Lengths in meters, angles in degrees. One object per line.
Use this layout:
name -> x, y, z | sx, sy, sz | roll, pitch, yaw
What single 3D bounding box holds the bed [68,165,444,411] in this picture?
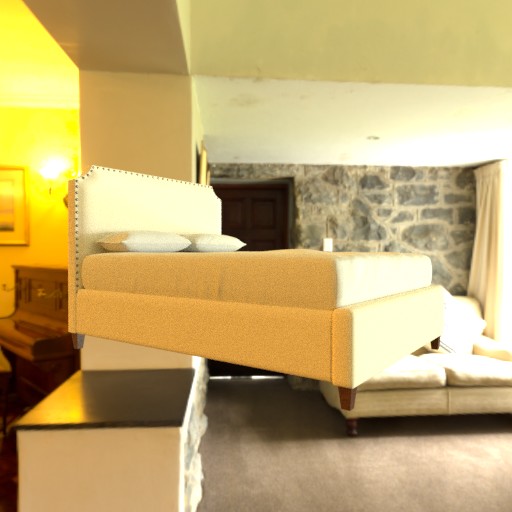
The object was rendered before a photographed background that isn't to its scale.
bed -> 0.000, 0.000, 3.376 | 2.329, 1.415, 1.703 | 0, 1, 36
